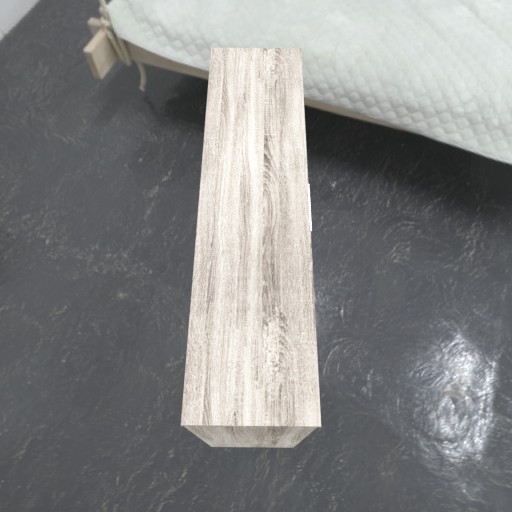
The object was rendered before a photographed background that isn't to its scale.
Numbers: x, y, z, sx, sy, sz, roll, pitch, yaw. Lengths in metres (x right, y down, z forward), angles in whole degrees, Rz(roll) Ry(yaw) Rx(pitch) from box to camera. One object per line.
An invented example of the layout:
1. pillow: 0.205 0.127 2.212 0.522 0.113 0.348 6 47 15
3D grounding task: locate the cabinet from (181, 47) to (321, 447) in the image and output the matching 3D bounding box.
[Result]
1. cabinet: 0.000 0.000 1.886 0.380 0.900 1.450 0 63 0
